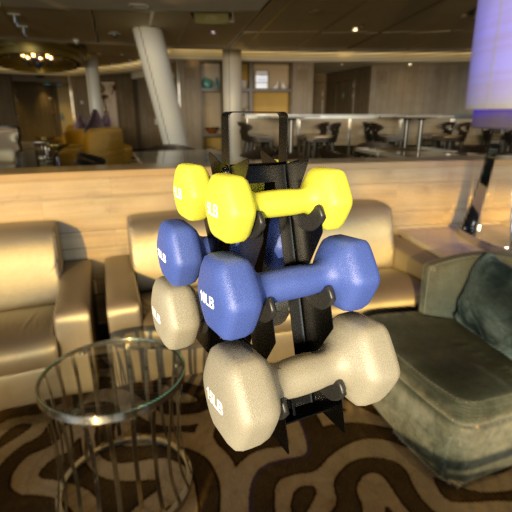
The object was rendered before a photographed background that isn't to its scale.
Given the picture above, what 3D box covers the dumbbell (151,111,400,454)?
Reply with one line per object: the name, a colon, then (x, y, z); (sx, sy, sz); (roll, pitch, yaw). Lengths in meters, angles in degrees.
dumbbell: (0.000, 0.000, 0.688); (0.261, 0.426, 0.416); (-9, 19, -26)
